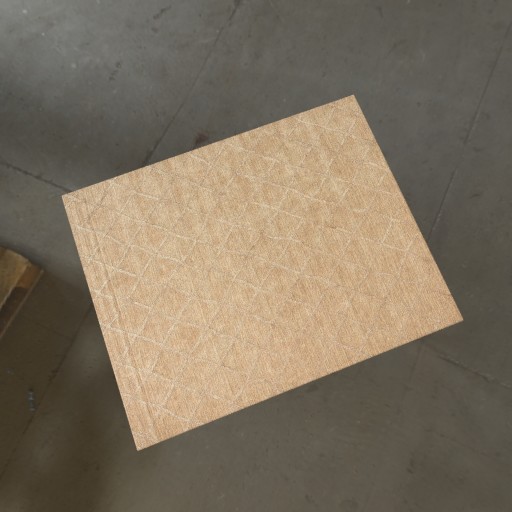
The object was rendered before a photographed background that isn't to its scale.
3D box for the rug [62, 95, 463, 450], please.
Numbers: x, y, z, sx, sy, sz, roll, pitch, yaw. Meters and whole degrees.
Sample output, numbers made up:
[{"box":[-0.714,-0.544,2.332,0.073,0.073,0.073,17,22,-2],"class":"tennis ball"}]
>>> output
[{"box":[0.000,0.000,4.087,3.039,0.019,2.420,-20,77,-5],"class":"rug"}]
